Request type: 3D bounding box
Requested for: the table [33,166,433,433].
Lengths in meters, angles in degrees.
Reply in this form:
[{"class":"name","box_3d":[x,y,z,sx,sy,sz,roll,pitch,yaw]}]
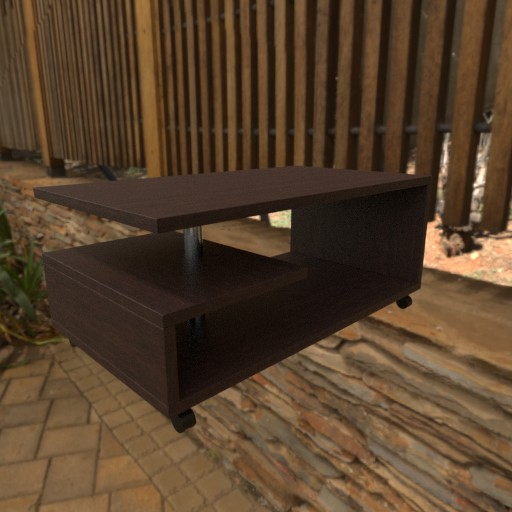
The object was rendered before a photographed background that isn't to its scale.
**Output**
[{"class":"table","box_3d":[0.000,0.000,1.368,1.050,0.460,0.590,-15,22,-42]}]
